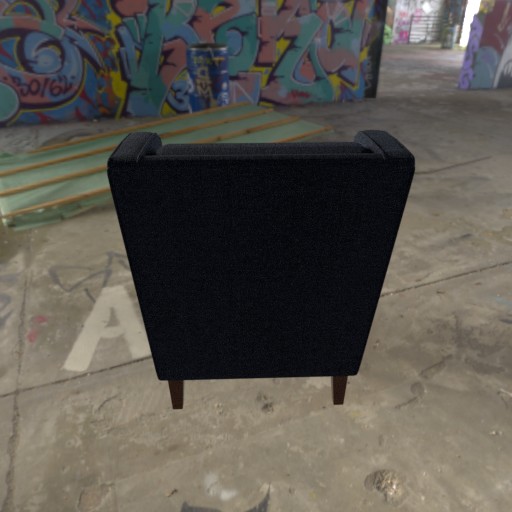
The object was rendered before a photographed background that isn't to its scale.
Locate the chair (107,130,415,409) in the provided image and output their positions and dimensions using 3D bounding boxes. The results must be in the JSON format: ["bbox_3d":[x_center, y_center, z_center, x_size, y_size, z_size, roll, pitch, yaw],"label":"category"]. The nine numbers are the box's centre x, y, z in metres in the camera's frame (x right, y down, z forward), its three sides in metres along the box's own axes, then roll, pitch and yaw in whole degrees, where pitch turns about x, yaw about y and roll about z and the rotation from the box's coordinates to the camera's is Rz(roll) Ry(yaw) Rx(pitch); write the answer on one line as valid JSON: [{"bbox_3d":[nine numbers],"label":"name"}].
[{"bbox_3d":[0.000,0.000,1.731,0.764,1.072,0.947,-1,29,-2],"label":"chair"}]
